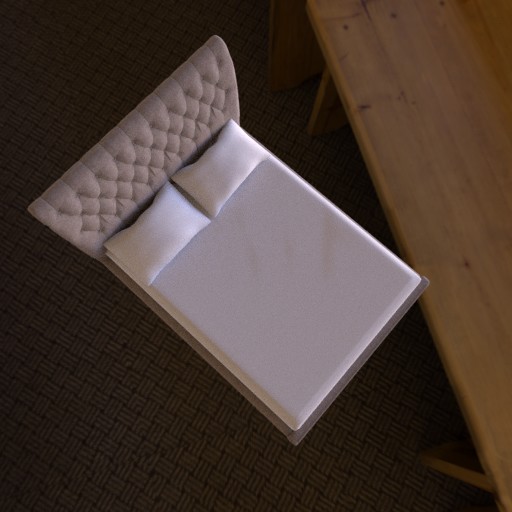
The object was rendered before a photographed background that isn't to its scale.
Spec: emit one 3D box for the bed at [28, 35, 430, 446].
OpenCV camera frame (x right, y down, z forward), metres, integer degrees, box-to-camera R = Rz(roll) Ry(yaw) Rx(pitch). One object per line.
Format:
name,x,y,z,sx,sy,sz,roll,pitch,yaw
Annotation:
bed,0.000,0.000,3.264,2.252,1.371,1.645,41,80,9
